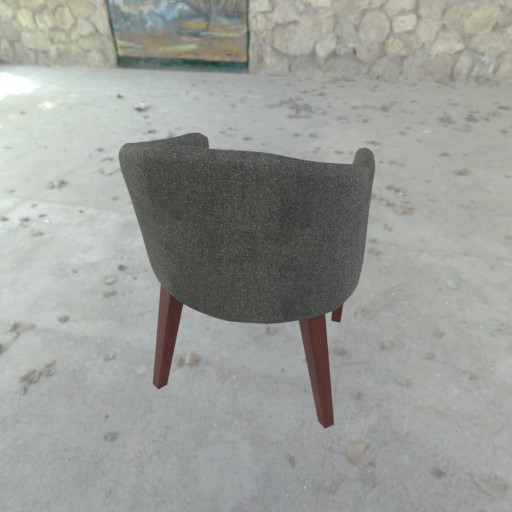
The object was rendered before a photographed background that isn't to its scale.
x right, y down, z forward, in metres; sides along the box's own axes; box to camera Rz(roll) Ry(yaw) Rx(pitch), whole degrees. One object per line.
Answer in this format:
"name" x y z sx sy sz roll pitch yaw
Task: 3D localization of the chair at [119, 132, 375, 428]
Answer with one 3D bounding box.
"chair" 0.000 0.000 1.244 0.583 0.811 0.655 9 34 14
